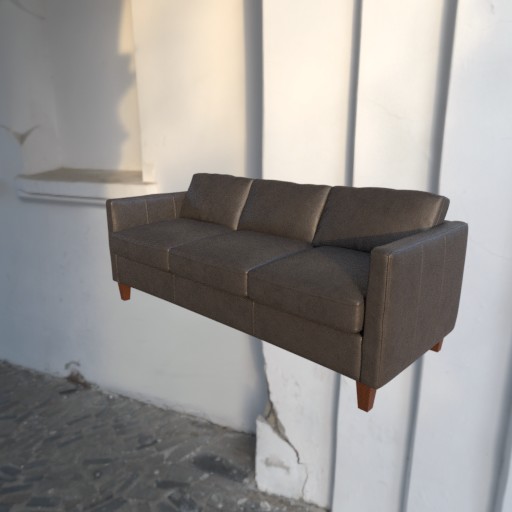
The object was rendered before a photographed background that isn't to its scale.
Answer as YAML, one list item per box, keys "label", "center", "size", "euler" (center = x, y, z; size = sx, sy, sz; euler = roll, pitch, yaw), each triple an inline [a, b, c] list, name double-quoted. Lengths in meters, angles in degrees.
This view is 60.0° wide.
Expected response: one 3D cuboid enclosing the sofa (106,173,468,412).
- label: "sofa"
  center: [0.000, 0.000, 3.089]
  size: [2.464, 1.006, 1.045]
  euler: [14, 20, 42]
